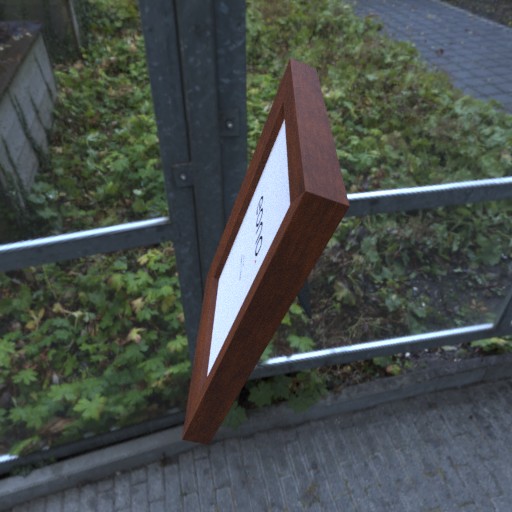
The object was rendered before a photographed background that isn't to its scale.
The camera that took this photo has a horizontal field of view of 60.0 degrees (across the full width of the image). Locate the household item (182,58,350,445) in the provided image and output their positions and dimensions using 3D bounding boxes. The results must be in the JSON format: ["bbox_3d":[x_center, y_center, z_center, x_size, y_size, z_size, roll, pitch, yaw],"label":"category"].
[{"bbox_3d":[0.000,0.000,0.295,0.096,0.204,0.160,1,41,1],"label":"household item"}]
